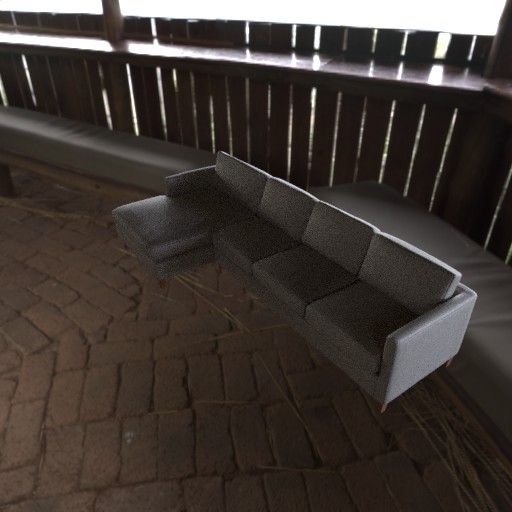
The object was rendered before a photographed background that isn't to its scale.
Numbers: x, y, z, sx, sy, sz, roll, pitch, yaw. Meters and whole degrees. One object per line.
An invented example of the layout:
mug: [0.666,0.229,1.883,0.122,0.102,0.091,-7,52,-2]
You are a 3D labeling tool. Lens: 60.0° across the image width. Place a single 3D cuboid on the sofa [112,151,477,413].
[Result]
sofa: [0.000,0.000,3.876,1.502,0.876,3.201,-20,37,-29]
